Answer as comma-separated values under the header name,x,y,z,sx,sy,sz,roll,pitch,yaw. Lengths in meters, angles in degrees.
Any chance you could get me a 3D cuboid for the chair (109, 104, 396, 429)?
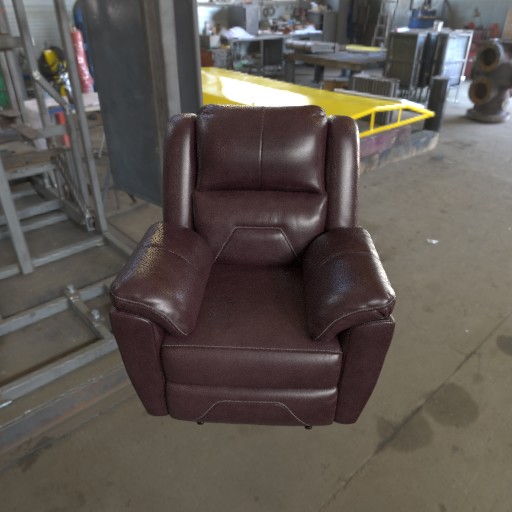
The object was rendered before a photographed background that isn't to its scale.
name,x,y,z,sx,sy,sz,roll,pitch,yaw
chair,0.000,0.000,1.910,0.990,1.093,1.041,1,31,3
